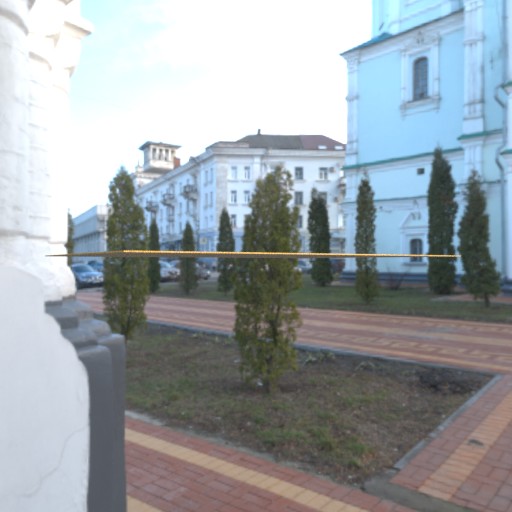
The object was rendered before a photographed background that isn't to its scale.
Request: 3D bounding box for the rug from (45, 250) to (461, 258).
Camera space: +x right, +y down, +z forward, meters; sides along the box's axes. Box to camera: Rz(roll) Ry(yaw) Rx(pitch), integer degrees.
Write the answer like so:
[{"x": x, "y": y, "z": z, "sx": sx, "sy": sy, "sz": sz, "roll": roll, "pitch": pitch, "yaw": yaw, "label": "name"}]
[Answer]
[{"x": 0.000, "y": 0.000, "z": 2.928, "sx": 2.286, "sy": 0.006, "sz": 1.524, "roll": 1, "pitch": -1, "yaw": -35, "label": "rug"}]
